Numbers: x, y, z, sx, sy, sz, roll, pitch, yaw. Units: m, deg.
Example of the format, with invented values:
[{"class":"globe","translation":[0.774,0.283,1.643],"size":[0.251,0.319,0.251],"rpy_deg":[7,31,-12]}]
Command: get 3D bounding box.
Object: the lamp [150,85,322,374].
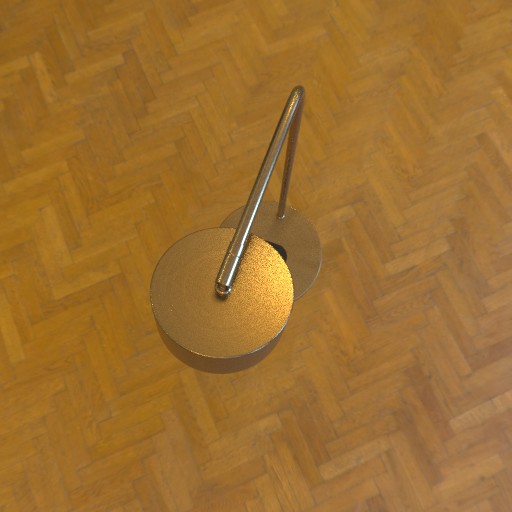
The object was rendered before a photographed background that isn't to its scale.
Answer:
[{"class":"lamp","translation":[0.000,0.000,0.516],"size":[0.171,0.380,0.270],"rpy_deg":[19,77,5]}]
